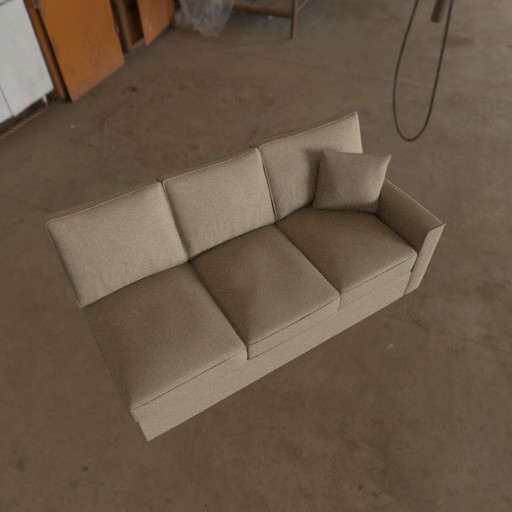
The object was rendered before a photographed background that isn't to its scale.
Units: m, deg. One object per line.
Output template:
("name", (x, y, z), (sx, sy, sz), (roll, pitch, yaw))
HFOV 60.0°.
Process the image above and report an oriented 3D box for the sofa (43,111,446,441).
("sofa", (0.000, 0.000, 2.577), (1.963, 0.946, 1.034), (-24, 52, -21))
